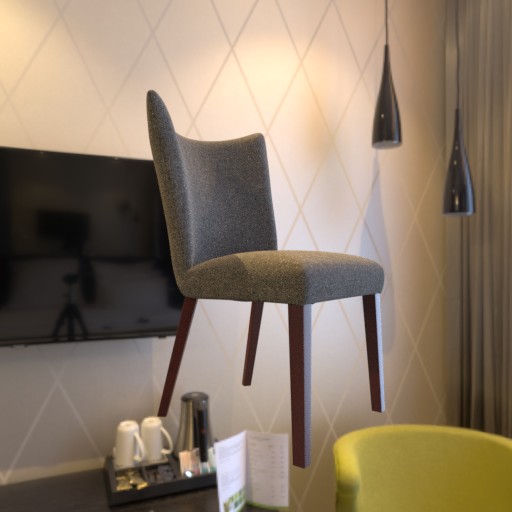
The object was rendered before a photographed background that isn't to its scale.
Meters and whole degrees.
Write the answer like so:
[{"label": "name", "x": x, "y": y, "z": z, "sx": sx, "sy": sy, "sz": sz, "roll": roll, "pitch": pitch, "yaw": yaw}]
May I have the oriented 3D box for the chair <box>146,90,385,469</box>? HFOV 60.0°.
[{"label": "chair", "x": 0.000, "y": 0.000, "z": 1.329, "sx": 0.623, "sy": 0.924, "sz": 0.535, "roll": 0, "pitch": -1, "yaw": 37}]
